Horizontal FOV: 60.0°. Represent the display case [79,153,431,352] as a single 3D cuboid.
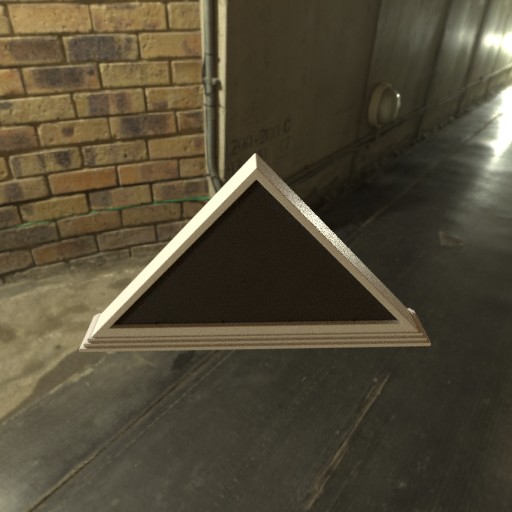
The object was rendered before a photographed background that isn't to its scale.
[{"bbox_3d":[0.000,0.000,0.759,0.640,0.340,0.095,-1,32,-1],"label":"display case"}]
